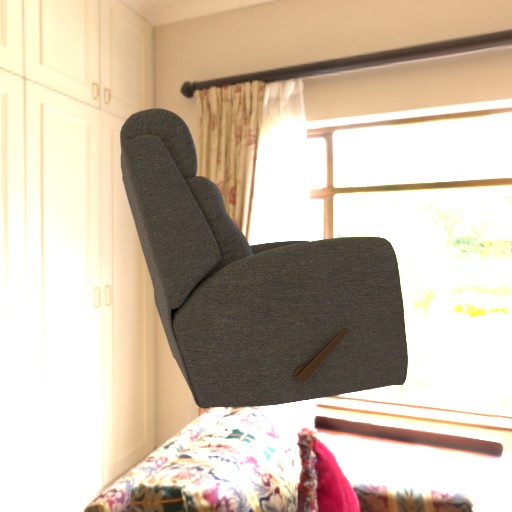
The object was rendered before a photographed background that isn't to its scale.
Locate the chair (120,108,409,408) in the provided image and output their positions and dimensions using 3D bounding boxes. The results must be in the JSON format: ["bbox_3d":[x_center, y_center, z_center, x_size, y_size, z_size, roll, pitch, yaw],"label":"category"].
[{"bbox_3d":[0.000,0.000,1.787,1.043,1.013,0.798,0,1,-17],"label":"chair"}]
